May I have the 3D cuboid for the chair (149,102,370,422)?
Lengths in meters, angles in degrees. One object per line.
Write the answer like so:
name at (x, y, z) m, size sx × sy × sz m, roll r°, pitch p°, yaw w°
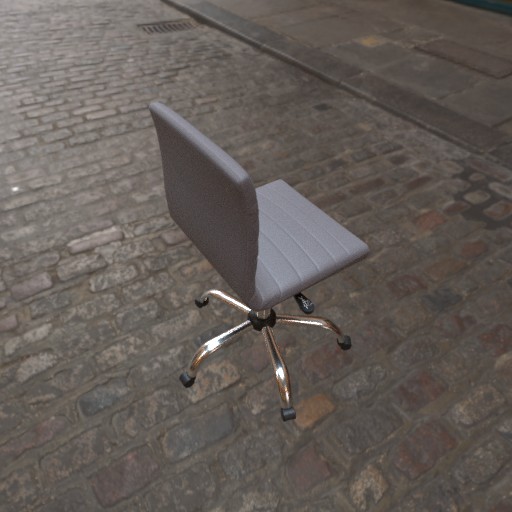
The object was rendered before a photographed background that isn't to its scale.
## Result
chair at (0.000, 0.000, 1.179) m, size 0.530 × 0.780 × 0.556 m, roll -23°, pitch 46°, yaw -24°
